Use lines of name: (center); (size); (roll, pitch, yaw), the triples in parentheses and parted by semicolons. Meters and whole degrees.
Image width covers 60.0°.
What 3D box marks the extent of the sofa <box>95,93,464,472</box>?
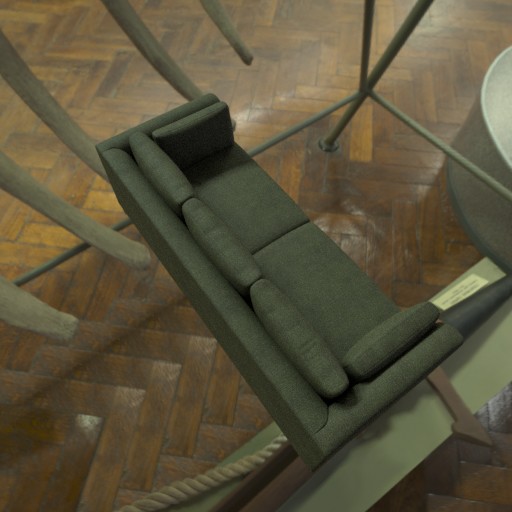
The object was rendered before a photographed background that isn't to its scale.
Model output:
sofa: (0.000, 0.000, 2.913); (0.969, 0.867, 2.415); (-32, 63, -18)
